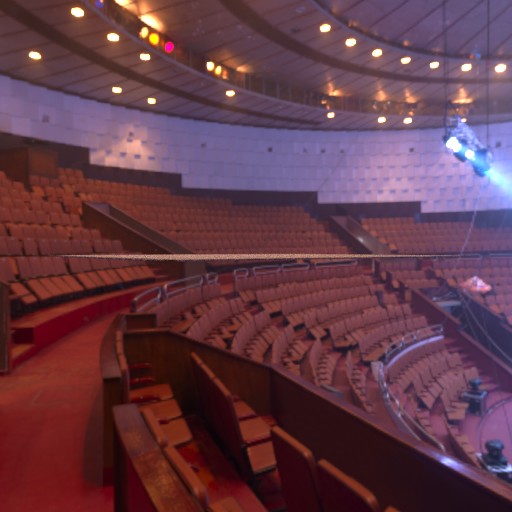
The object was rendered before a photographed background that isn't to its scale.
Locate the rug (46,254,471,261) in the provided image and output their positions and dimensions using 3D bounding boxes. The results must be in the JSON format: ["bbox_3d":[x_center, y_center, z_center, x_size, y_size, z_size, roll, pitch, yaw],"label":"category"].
[{"bbox_3d":[0.000,0.000,4.060,3.056,0.010,2.437,-1,1,-37],"label":"rug"}]
